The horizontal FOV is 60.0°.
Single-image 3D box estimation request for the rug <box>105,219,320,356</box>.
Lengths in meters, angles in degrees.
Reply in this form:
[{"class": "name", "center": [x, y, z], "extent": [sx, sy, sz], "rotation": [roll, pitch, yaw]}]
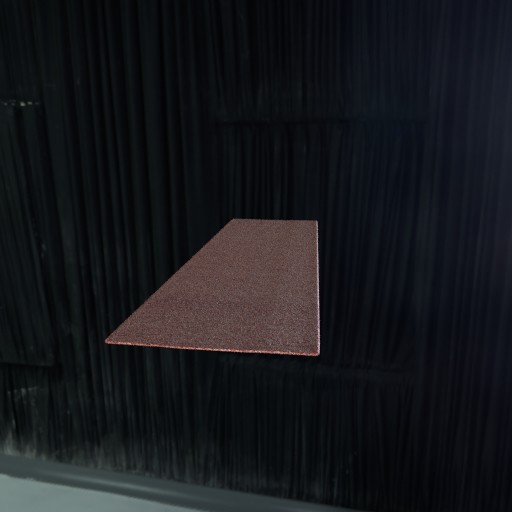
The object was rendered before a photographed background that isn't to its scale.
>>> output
[{"class": "rug", "center": [0.000, 0.000, 2.483], "extent": [0.687, 0.012, 2.307], "rotation": [2, 15, 7]}]
